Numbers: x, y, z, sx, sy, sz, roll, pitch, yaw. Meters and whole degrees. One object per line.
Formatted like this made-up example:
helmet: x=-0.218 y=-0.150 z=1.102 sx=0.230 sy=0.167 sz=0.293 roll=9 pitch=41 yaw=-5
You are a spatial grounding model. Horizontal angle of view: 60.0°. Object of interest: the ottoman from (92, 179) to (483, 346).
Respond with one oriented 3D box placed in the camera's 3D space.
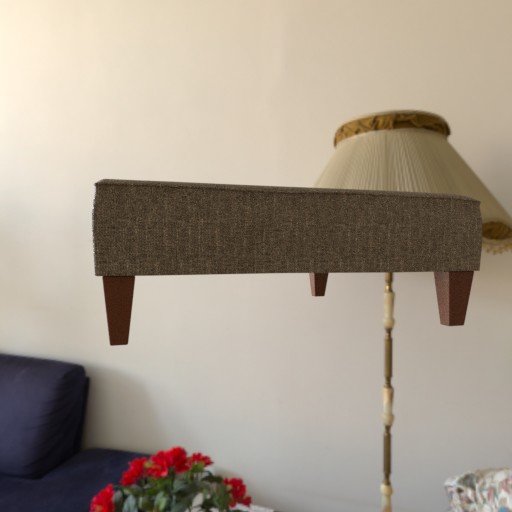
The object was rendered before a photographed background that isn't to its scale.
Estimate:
ottoman: x=0.000 y=0.000 z=1.515 sx=1.016 sy=0.379 sz=0.981 roll=0 pitch=0 yaw=-17
